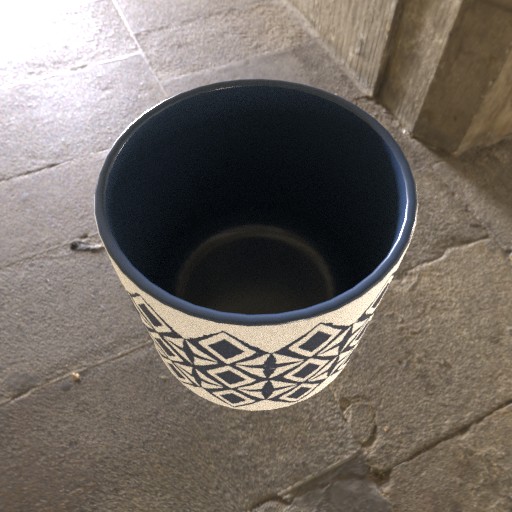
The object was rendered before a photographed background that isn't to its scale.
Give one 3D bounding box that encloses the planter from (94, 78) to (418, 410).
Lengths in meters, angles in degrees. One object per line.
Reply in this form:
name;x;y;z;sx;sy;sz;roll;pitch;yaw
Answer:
planter;0.000;0.000;0.279;0.159;0.144;0.159;0;57;0
